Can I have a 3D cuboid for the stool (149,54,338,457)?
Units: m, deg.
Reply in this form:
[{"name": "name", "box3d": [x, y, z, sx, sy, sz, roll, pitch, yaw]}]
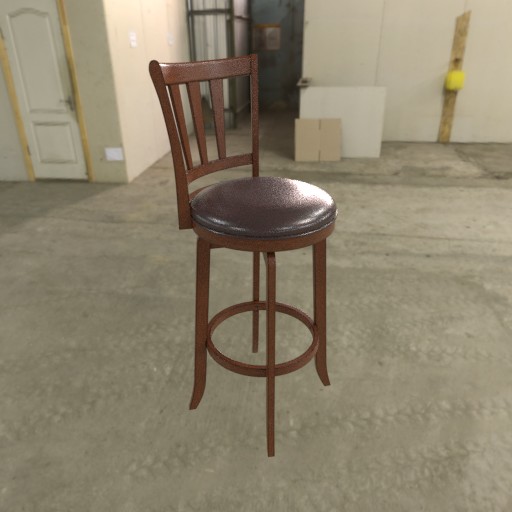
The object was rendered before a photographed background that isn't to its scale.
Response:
[{"name": "stool", "box3d": [0.000, 0.000, 1.443, 0.503, 1.177, 0.464, 18, 32, 31]}]
